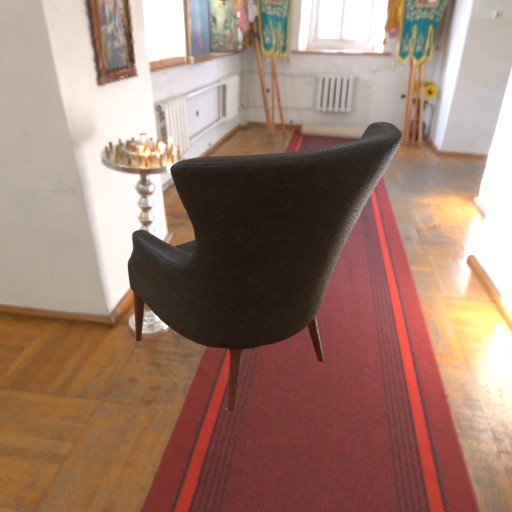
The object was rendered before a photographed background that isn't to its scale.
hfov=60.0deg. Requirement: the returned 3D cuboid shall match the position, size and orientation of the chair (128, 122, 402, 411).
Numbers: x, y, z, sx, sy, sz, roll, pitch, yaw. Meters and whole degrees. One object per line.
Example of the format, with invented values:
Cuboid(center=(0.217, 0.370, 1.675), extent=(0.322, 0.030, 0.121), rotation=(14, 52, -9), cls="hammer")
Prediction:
Cuboid(center=(0.000, 0.000, 1.714), extent=(0.819, 1.068, 0.954), rotation=(-19, 35, -31), cls="chair")
